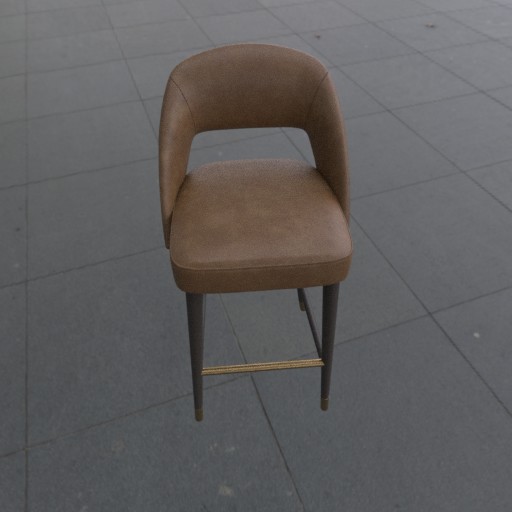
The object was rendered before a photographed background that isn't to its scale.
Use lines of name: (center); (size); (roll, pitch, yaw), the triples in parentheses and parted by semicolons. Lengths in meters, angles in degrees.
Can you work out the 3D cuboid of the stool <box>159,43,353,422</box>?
stool: (0.000, 0.000, 1.316); (0.494, 1.037, 0.509); (-4, 45, -4)
